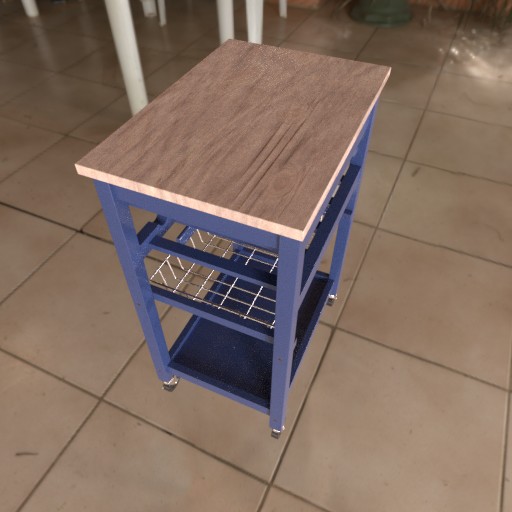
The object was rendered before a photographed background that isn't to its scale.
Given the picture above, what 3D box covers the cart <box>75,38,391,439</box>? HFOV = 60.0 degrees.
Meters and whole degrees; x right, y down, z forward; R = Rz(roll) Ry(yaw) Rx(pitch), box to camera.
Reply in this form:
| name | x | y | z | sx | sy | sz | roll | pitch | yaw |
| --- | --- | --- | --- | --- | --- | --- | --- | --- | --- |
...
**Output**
| name | x | y | z | sx | sy | sz | roll | pitch | yaw |
| --- | --- | --- | --- | --- | --- | --- | --- | --- | --- |
| cart | 0.000 | 0.000 | 1.160 | 0.403 | 0.839 | 0.584 | 18 | 49 | 16 |
